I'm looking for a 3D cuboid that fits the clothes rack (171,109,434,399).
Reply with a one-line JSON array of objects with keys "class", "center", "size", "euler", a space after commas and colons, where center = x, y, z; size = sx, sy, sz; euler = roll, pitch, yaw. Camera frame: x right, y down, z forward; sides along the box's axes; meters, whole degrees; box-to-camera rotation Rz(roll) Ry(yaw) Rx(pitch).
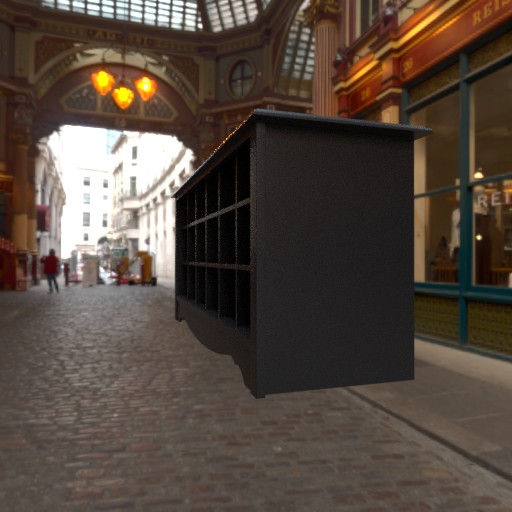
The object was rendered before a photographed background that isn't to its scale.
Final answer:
[{"class": "clothes rack", "center": [0.000, 0.000, 1.466], "size": [0.406, 0.556, 1.219], "euler": [0, 0, -18]}]
